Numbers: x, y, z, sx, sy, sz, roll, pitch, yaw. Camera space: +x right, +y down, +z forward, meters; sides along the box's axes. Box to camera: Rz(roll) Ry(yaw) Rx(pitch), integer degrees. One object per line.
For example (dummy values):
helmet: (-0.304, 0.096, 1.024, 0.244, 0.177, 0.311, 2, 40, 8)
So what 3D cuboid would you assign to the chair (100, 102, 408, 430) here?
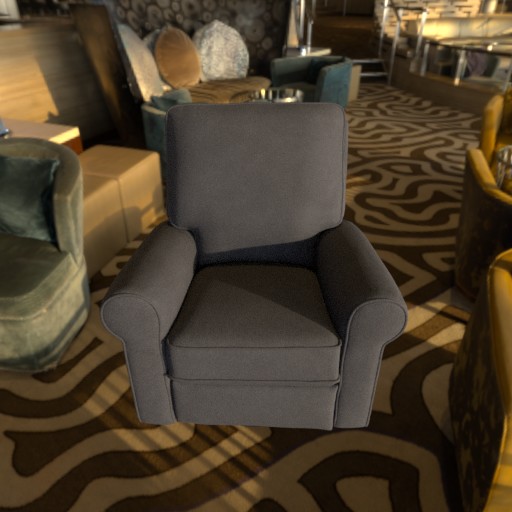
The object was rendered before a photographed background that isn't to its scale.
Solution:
chair: (0.000, 0.000, 1.624, 0.890, 0.961, 0.878, 1, 32, 1)
